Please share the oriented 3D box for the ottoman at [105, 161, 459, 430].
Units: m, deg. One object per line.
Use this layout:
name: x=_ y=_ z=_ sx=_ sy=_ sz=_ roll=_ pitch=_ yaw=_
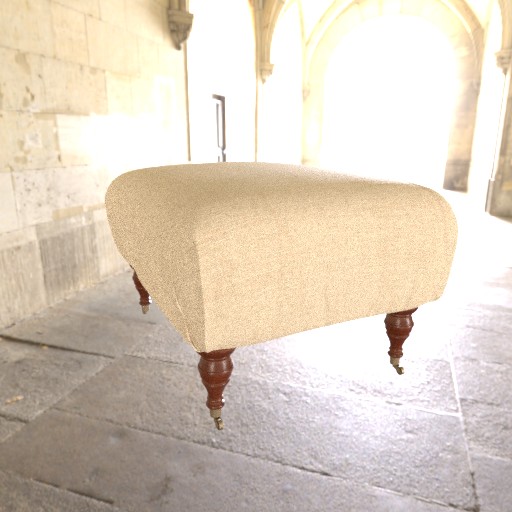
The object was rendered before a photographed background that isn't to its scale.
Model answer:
ottoman: x=0.000 y=0.000 z=1.109 sx=0.622 sy=0.450 sz=0.747 roll=-7 pitch=17 yaw=-25
